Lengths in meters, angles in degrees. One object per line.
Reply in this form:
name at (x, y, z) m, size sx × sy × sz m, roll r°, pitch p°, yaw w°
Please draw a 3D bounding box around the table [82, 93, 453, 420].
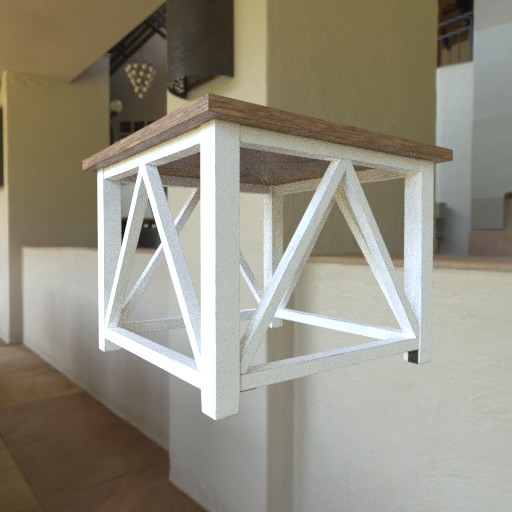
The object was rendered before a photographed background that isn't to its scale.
table at (0.000, 0.000, 1.181) m, size 0.700 × 0.532 × 0.700 m, roll -1°, pitch 2°, yaw -36°
